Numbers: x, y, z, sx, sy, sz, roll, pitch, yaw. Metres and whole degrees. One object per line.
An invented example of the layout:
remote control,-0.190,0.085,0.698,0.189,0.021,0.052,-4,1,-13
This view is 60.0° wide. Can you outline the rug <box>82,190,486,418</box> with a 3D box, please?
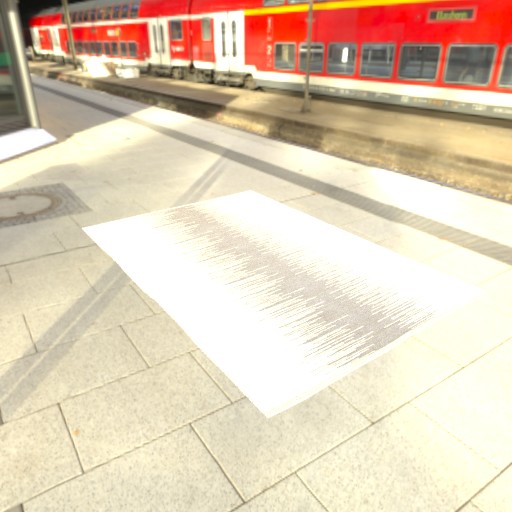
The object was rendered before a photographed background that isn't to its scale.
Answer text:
rug,0.000,0.000,2.291,1.226,0.007,1.815,-18,31,-32
